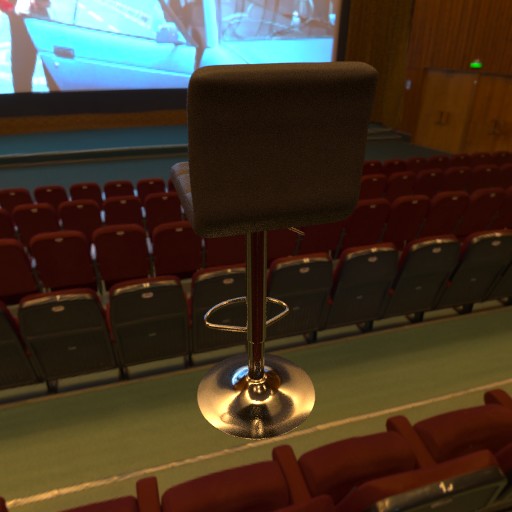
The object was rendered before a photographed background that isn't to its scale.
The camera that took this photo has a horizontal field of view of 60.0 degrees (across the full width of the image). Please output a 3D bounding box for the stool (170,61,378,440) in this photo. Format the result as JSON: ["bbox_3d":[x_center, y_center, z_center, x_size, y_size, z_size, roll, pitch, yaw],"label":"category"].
[{"bbox_3d":[0.000,0.000,1.355,0.430,1.115,0.505,-8,28,-15],"label":"stool"}]
